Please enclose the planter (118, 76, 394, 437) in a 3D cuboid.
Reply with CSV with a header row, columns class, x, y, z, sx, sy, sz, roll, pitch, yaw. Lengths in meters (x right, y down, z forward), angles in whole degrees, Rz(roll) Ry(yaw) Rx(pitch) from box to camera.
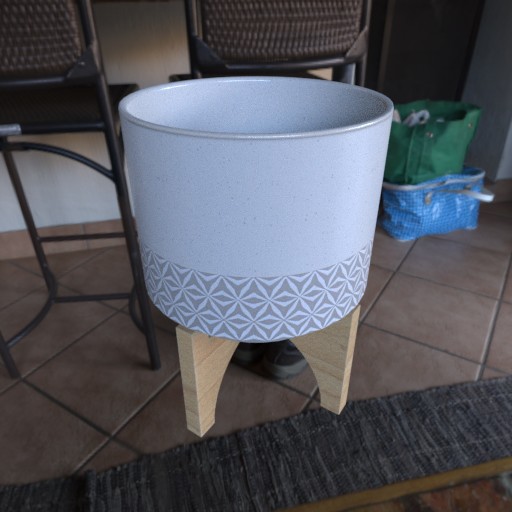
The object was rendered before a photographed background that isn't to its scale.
class,x,y,z,sx,sy,sz,roll,pitch,yaw
planter,0.000,0.000,0.501,0.249,0.343,0.249,0,31,0
